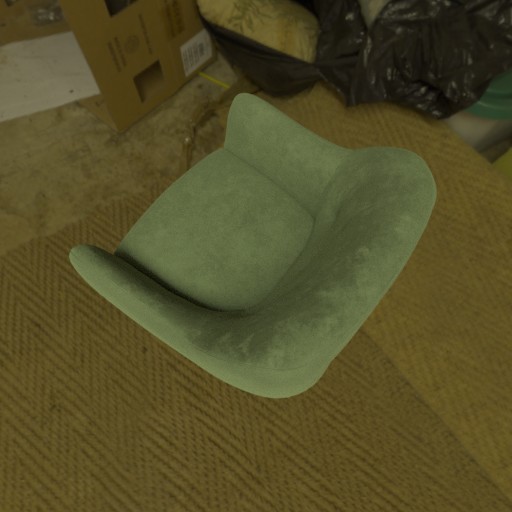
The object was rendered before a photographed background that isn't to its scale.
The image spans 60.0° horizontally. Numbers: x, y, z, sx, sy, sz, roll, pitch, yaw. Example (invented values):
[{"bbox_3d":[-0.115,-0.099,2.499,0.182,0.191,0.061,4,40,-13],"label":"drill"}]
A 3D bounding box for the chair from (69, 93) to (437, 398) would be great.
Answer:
[{"bbox_3d":[0.000,0.000,1.476,0.819,0.804,0.840,34,68,16],"label":"chair"}]
